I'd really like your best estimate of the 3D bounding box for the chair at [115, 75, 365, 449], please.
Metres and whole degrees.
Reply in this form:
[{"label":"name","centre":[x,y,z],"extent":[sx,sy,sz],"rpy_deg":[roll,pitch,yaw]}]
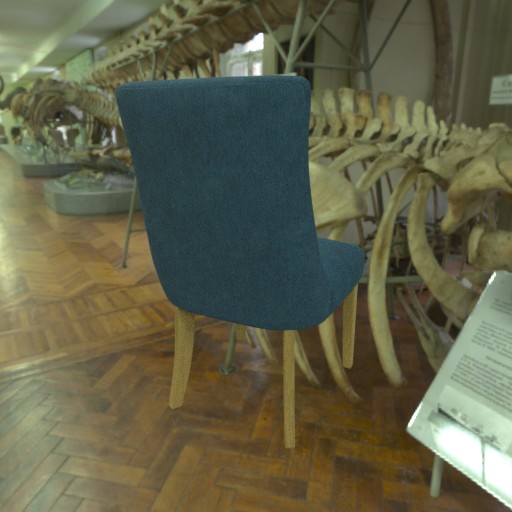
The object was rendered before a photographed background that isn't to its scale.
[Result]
[{"label":"chair","centre":[0.000,0.000,1.259],"extent":[0.495,0.902,0.609],"rpy_deg":[9,19,26]}]
